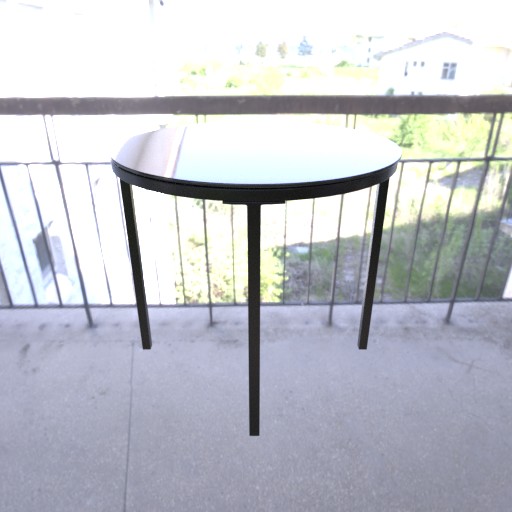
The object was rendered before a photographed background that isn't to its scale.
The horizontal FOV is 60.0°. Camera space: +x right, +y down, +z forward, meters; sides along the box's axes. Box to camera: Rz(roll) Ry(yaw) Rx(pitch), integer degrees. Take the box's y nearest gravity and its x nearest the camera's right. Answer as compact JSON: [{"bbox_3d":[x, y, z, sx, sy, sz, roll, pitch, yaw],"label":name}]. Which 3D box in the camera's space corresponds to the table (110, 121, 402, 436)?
[{"bbox_3d":[0.000,0.000,0.884,0.499,0.443,0.499,0,26,0],"label":"table"}]
